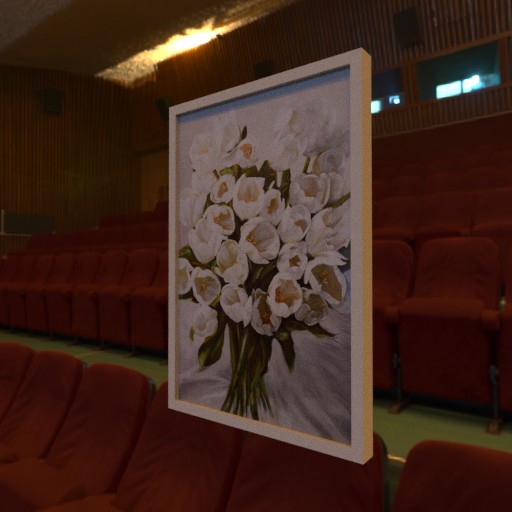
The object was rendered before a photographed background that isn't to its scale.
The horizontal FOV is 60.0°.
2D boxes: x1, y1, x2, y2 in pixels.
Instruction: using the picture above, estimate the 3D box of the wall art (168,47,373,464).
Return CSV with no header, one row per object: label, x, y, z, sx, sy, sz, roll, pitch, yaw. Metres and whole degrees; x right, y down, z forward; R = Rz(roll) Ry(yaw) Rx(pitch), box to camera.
wall art,0.000,0.000,0.553,0.293,0.428,0.025,-1,-1,37
